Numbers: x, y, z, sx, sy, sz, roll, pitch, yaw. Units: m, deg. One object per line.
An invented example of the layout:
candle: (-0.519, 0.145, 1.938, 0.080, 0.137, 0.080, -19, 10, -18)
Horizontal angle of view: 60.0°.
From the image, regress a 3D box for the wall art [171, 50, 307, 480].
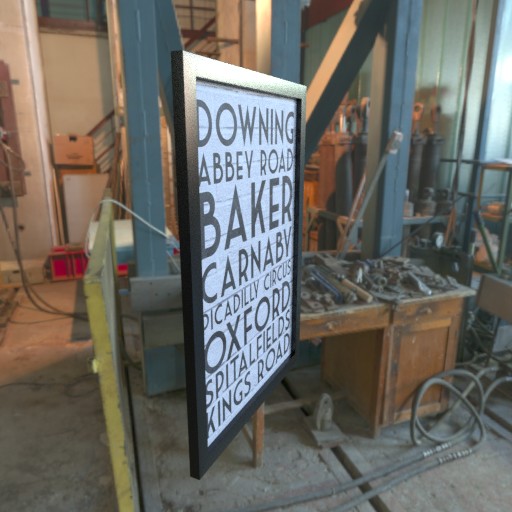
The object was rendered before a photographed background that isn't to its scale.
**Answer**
wall art: (0.000, 0.000, 0.853, 0.019, 0.656, 0.462, 7, 17, 25)
